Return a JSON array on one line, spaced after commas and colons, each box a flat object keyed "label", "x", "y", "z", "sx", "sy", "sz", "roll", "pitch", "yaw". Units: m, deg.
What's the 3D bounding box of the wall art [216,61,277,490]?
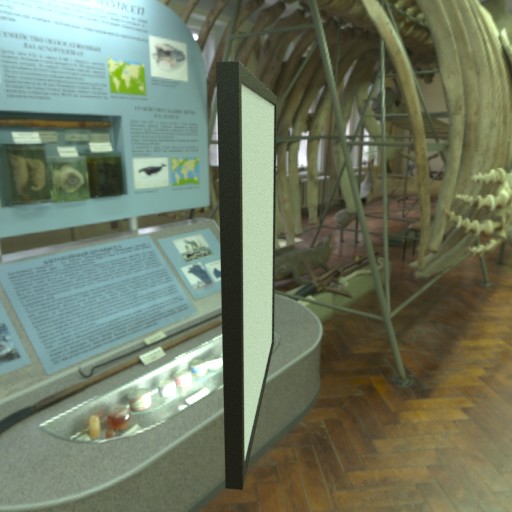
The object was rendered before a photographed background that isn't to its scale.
[{"label": "wall art", "x": 0.000, "y": 0.000, "z": 0.547, "sx": 0.018, "sy": 0.397, "sz": 0.325, "roll": 2, "pitch": 15, "yaw": 7}]
